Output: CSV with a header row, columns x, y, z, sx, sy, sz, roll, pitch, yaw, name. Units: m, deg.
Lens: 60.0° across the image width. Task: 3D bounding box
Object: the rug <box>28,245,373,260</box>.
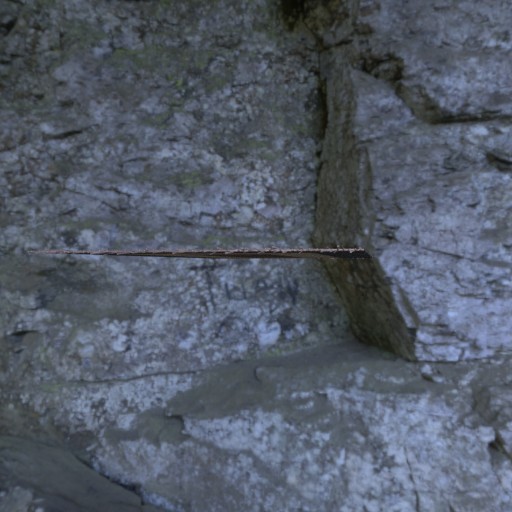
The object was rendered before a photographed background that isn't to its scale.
x,y,z,sx,sy,sz,roll,pitch,yaw,name
0.000,0.000,2.452,1.224,0.027,2.021,0,-1,16,rug
